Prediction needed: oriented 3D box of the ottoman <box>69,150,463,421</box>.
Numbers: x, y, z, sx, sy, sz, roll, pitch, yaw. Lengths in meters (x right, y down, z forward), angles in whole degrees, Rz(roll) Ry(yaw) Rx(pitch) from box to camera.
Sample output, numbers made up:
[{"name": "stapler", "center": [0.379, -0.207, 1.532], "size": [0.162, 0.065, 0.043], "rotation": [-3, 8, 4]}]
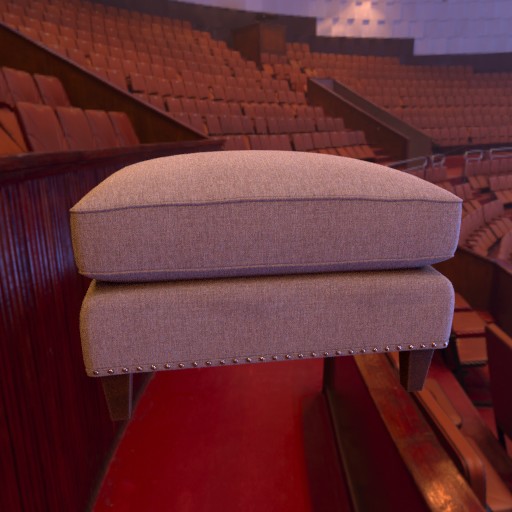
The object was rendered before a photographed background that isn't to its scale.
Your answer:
[{"name": "ottoman", "center": [0.000, 0.000, 1.112], "size": [0.741, 0.513, 0.584], "rotation": [-3, 16, -9]}]
